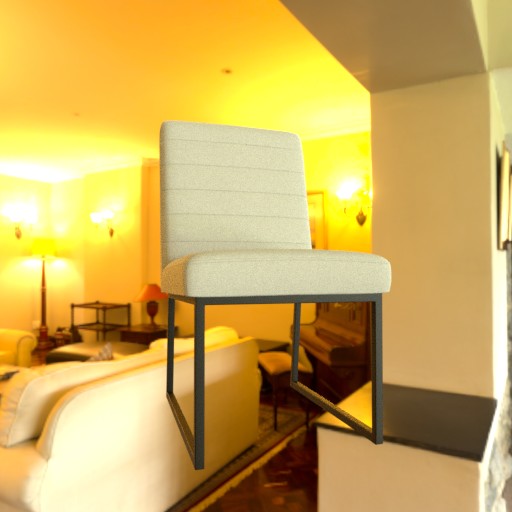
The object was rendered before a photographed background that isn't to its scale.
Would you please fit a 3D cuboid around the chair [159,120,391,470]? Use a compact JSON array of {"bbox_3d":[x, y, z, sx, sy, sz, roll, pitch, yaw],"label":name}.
[{"bbox_3d":[0.000,0.000,1.309,0.520,0.930,0.634,0,-1,-18],"label":"chair"}]
